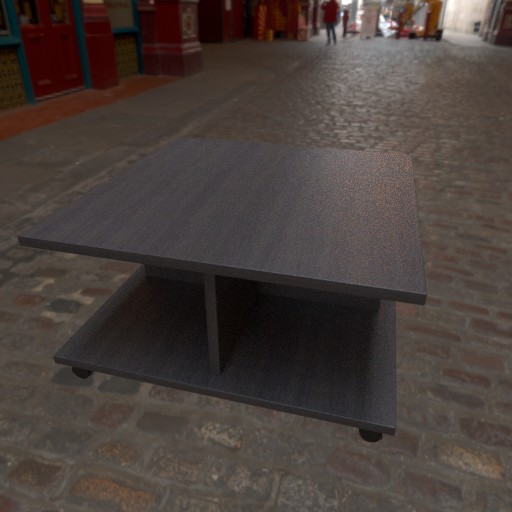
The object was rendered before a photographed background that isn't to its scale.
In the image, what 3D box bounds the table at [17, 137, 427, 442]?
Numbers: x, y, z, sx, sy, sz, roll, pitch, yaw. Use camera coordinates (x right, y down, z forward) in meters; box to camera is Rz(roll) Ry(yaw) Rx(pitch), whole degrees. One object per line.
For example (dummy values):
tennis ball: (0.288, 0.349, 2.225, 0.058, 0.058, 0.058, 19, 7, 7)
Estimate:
table: (0.000, 0.000, 1.196, 0.762, 0.396, 0.762, 8, 31, 13)
